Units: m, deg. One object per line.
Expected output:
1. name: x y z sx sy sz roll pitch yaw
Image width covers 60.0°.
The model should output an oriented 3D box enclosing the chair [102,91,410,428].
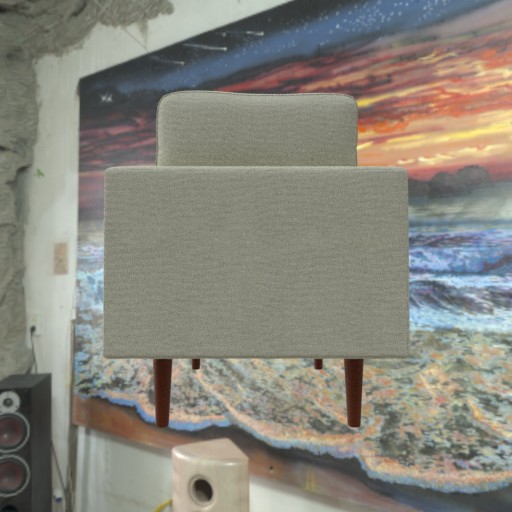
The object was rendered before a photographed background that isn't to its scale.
1. chair: 0.000 0.000 1.611 0.858 0.957 0.899 0 -2 0
